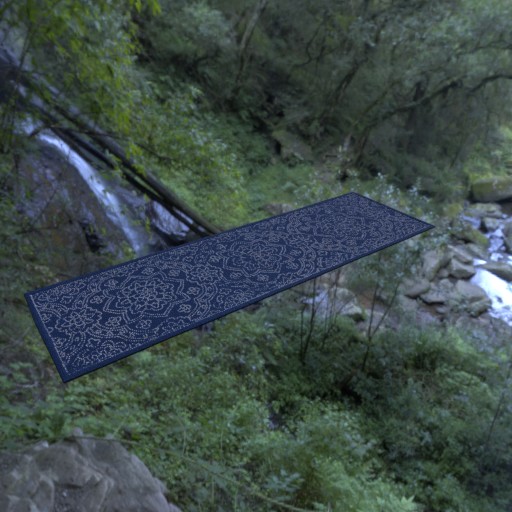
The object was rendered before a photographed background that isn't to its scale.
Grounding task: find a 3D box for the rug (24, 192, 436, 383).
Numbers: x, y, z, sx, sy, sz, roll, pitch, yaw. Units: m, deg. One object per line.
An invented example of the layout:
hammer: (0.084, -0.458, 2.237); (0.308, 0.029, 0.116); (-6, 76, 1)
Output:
rug: (0.000, 0.000, 2.655); (2.448, 0.012, 0.769); (-20, 35, -30)
